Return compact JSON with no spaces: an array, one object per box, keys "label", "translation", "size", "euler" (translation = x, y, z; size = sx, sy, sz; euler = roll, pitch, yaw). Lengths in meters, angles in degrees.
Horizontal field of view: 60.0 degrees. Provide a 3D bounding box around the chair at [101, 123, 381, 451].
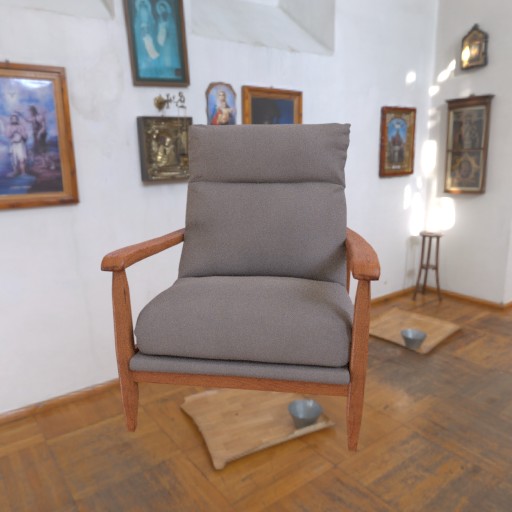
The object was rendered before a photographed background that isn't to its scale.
[{"label":"chair","translation":[0.000,0.000,1.526],"size":[0.782,0.922,0.816],"euler":[2,12,8]}]
